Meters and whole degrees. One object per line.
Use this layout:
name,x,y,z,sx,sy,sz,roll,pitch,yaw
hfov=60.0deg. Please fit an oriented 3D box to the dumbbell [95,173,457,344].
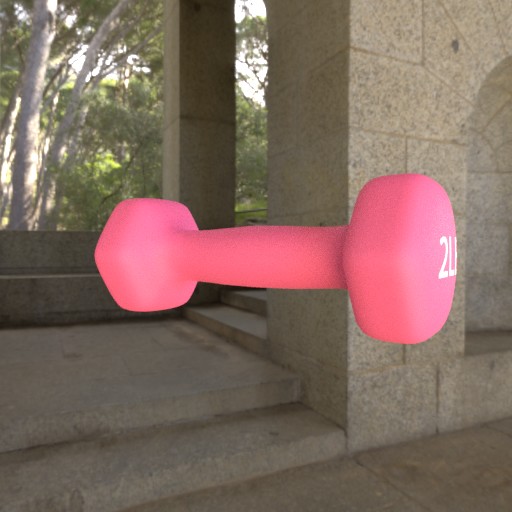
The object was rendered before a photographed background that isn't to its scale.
dumbbell,0.000,0.000,0.178,0.146,0.053,0.058,1,1,35
